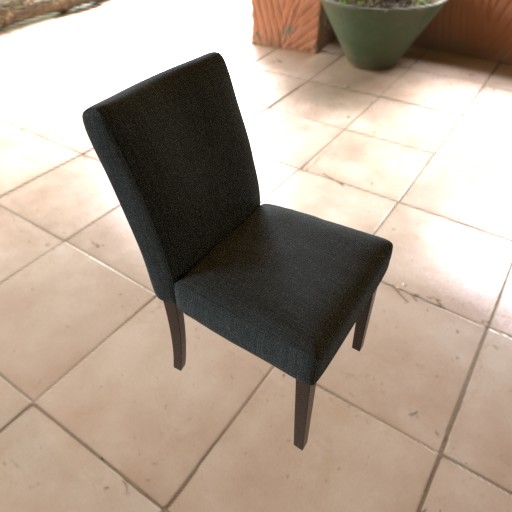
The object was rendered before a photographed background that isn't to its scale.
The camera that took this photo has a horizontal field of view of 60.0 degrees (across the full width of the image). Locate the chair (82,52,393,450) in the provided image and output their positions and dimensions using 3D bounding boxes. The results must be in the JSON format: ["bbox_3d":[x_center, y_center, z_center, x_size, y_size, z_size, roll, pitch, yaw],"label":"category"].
[{"bbox_3d":[0.000,0.000,1.232,0.629,0.884,0.487,24,48,24],"label":"chair"}]
